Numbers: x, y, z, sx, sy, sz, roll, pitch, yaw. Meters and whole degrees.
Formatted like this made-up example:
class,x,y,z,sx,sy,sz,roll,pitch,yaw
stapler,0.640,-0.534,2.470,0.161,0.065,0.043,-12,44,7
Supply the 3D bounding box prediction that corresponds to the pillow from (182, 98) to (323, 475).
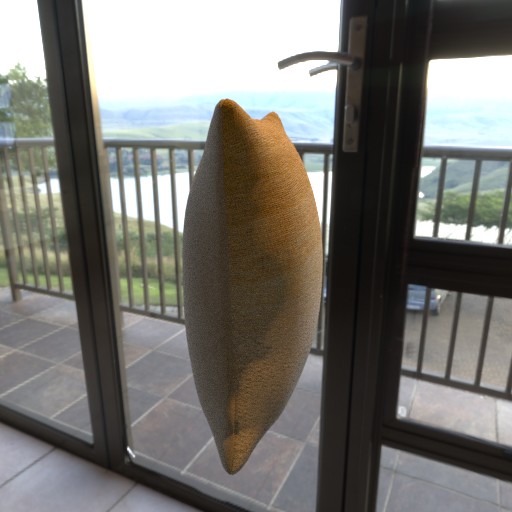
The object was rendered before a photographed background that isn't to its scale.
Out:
class,x,y,z,sx,sy,sz,roll,pitch,yaw
pillow,0.000,0.000,0.705,0.211,0.450,0.450,2,17,8
